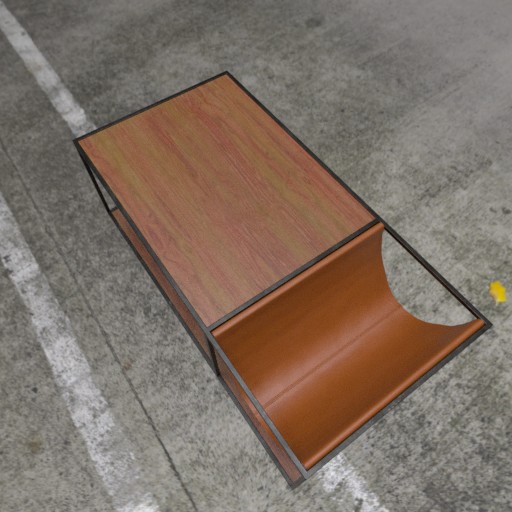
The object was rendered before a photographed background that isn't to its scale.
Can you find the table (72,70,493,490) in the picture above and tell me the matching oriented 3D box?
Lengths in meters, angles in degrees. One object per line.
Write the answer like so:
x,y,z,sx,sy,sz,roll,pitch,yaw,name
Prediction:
0.000,0.000,1.432,0.597,0.403,1.199,-31,64,-17,table
